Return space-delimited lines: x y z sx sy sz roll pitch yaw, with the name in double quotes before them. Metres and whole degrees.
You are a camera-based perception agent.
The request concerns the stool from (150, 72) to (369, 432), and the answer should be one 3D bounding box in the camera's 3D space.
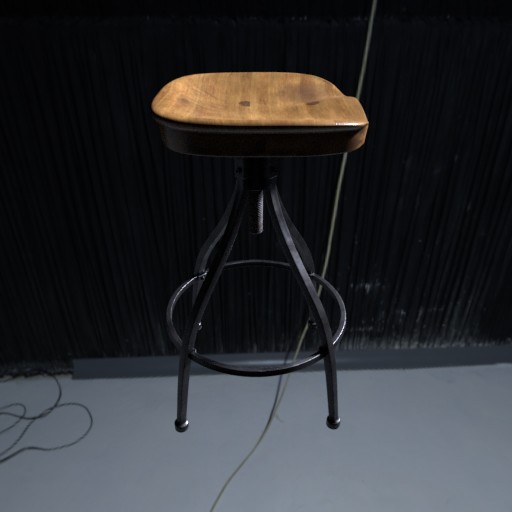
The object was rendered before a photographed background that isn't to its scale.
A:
"stool" 0.000 0.000 0.977 0.424 0.694 0.432 -1 31 -1
